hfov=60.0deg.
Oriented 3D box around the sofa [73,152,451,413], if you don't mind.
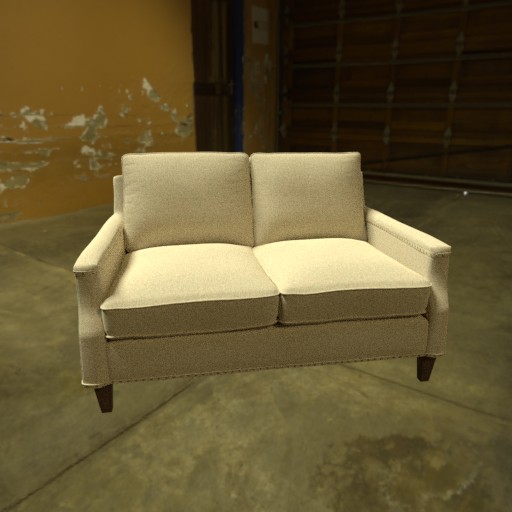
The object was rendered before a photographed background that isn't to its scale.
[{"bbox_3d":[0.000,0.000,2.284,1.597,1.003,1.084,-3,18,-9],"label":"sofa"}]
